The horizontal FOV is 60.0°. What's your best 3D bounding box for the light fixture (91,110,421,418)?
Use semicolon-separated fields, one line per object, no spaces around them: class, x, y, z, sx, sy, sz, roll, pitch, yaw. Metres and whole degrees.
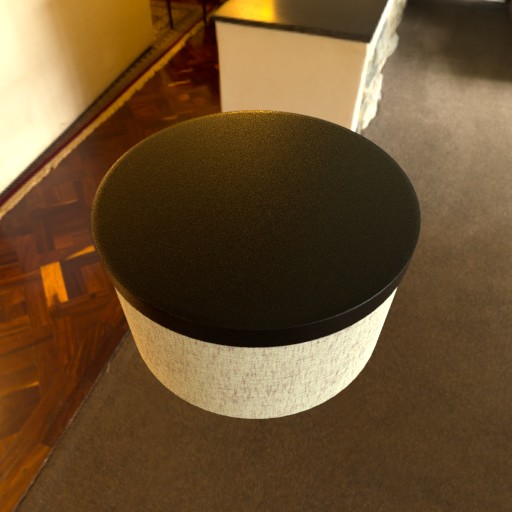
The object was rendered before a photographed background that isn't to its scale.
light fixture;0.000;0.000;0.622;0.389;0.229;0.389;0;48;0
